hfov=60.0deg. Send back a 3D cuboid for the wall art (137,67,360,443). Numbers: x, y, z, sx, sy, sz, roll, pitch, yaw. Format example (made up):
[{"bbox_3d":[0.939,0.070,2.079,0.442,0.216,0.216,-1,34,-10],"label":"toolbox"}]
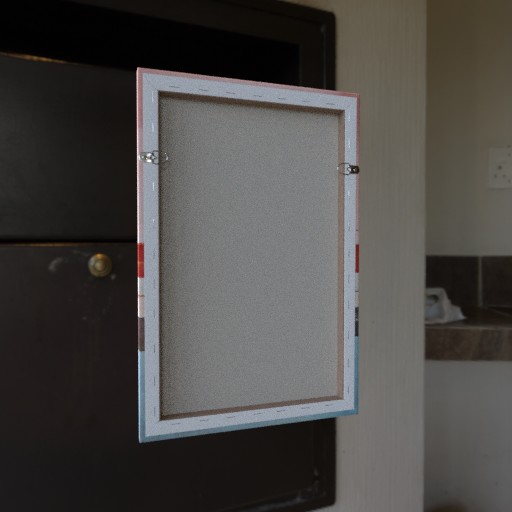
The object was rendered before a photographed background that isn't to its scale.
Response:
[{"bbox_3d":[0.000,0.000,1.186,0.610,0.914,0.038,0,1,-18],"label":"wall art"}]
